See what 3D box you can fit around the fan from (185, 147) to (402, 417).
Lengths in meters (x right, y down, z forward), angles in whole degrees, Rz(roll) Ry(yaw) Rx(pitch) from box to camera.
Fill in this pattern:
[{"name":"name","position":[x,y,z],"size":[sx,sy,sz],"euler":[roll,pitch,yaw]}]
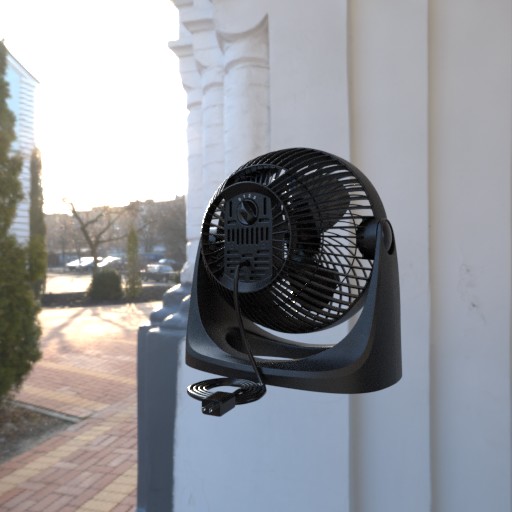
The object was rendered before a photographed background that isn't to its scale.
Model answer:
[{"name":"fan","position":[0.000,0.000,0.500],"size":[0.273,0.277,0.256],"euler":[0,-1,35]}]
